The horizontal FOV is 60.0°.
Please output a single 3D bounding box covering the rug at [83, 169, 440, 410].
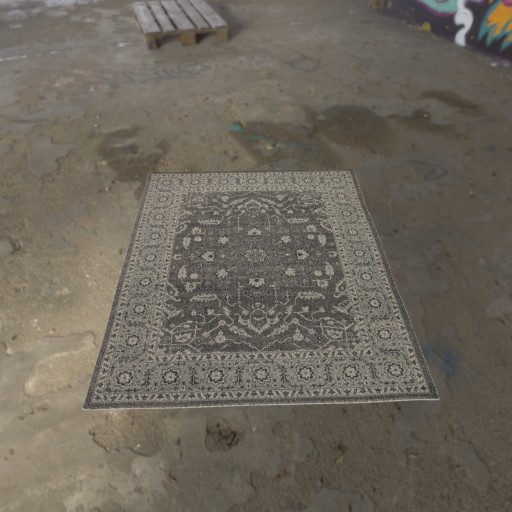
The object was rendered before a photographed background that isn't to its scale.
[{"bbox_3d":[0.000,0.000,4.164,2.451,0.026,3.069,-1,42,-1],"label":"rug"}]
